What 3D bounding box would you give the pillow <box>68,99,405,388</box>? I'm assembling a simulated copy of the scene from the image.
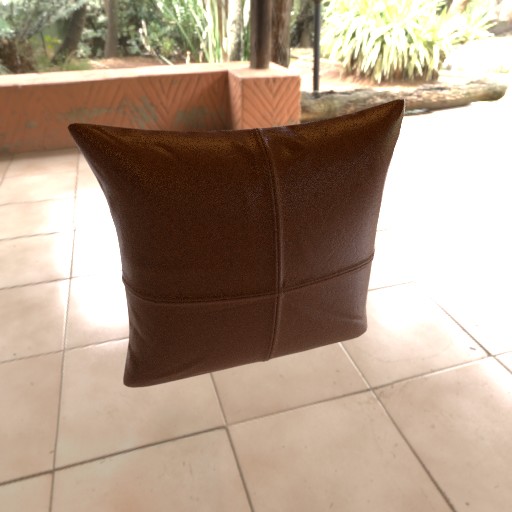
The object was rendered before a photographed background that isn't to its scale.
[{"bbox_3d":[0.000,0.000,0.746,0.501,0.477,0.192,-10,32,-16],"label":"pillow"}]
